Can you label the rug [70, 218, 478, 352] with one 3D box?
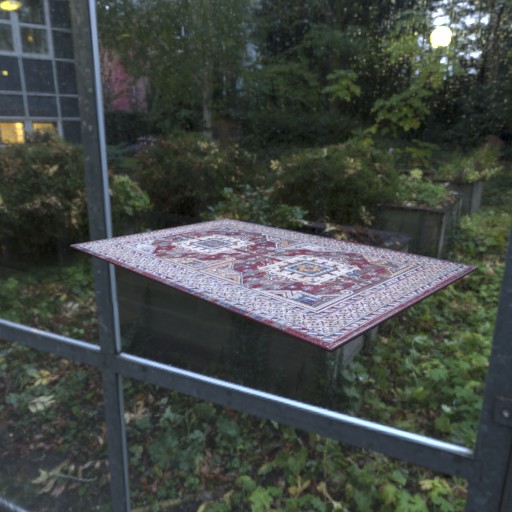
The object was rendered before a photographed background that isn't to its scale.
[{"bbox_3d":[0.000,0.000,5.886,4.578,0.033,3.033,15,21,43],"label":"rug"}]
